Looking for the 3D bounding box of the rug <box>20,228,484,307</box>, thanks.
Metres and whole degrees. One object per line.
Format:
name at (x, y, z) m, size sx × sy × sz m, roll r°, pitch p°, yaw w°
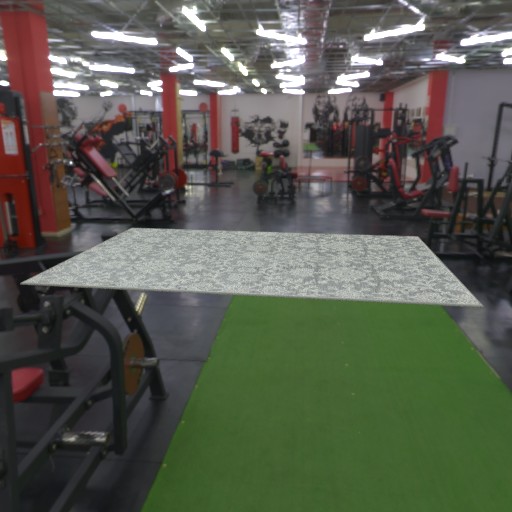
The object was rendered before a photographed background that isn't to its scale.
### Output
rug at (0.000, 0.000, 3.020) m, size 2.430 × 0.010 × 1.515 m, roll 2°, pitch 16°, yaw 8°
